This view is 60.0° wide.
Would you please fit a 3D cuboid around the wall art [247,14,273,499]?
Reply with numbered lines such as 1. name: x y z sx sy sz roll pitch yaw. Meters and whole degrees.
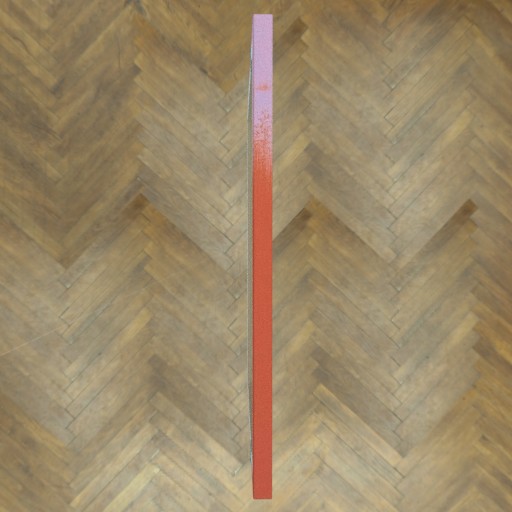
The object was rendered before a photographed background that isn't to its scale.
1. wall art: 0.000 0.000 1.133 0.040 0.609 0.913 0 92 -2
